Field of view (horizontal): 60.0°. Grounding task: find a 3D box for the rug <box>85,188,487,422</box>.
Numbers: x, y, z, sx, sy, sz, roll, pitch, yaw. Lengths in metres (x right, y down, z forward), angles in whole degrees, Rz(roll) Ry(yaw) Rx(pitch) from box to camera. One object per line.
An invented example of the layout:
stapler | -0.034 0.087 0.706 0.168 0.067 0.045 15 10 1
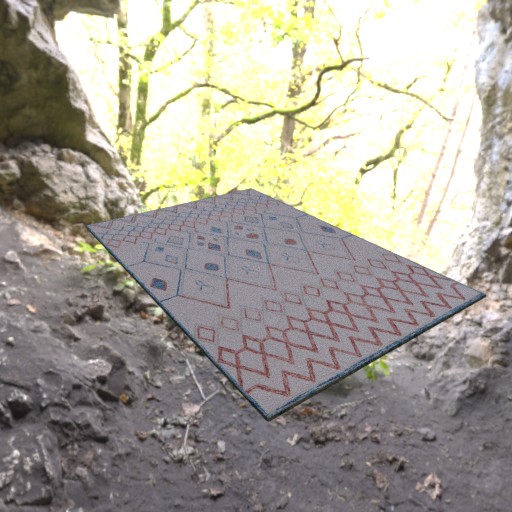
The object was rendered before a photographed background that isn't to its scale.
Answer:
rug | 0.000 0.000 2.317 1.219 0.016 1.829 -18 32 -31
